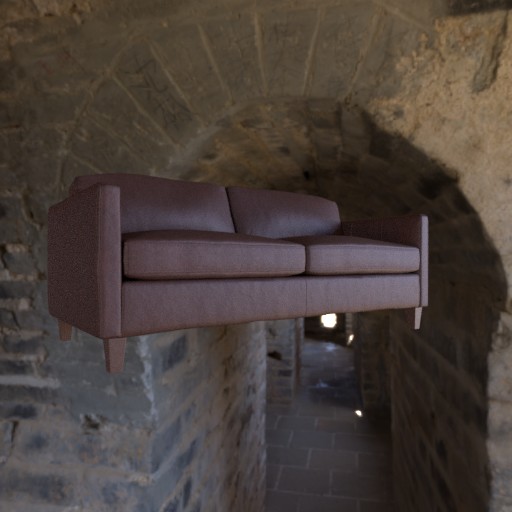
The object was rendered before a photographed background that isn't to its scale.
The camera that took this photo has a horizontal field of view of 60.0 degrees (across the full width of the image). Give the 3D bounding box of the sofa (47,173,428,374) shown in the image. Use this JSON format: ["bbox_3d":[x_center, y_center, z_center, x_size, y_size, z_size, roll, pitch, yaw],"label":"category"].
[{"bbox_3d":[0.000,0.000,2.444,1.971,0.863,0.923,0,-1,-35],"label":"sofa"}]
